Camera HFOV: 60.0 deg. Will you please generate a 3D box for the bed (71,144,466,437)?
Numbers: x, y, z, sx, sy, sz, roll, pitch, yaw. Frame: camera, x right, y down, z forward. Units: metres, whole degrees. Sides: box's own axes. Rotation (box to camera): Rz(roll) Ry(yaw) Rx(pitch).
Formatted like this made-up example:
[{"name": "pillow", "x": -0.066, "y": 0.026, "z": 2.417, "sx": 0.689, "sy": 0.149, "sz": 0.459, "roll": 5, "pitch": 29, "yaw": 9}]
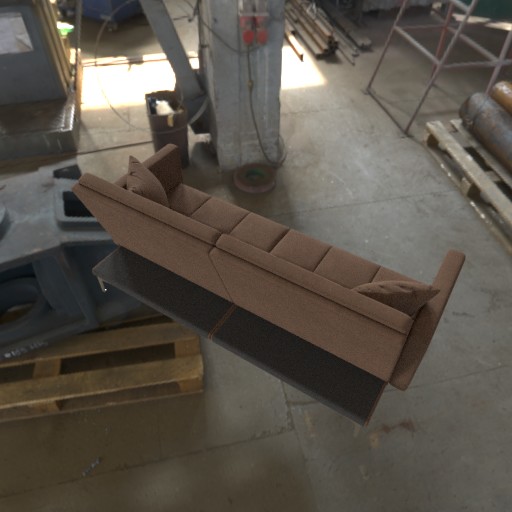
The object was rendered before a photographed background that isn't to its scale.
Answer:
[{"name": "bed", "x": 0.000, "y": 0.000, "z": 2.382, "sx": 1.905, "sy": 0.787, "sz": 0.889, "roll": 24, "pitch": 51, "yaw": 22}]
